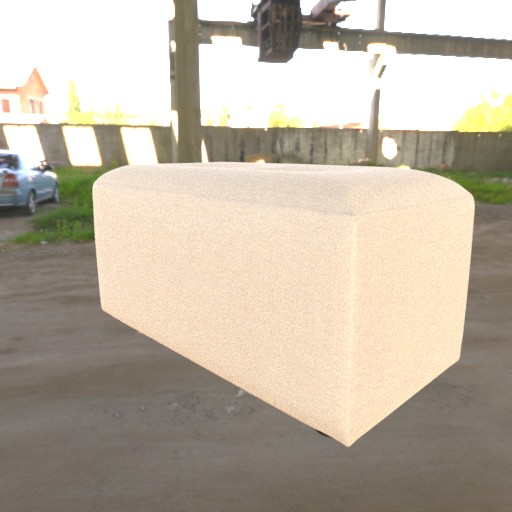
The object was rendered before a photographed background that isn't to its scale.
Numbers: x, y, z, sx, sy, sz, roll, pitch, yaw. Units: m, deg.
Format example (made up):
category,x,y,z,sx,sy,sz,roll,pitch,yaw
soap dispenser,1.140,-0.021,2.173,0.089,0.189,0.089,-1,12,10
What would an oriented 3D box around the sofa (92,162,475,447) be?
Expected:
category,x,y,z,sx,sy,sz,roll,pitch,yaw
sofa,0.000,0.000,1.171,0.480,0.470,0.930,-13,19,-43
